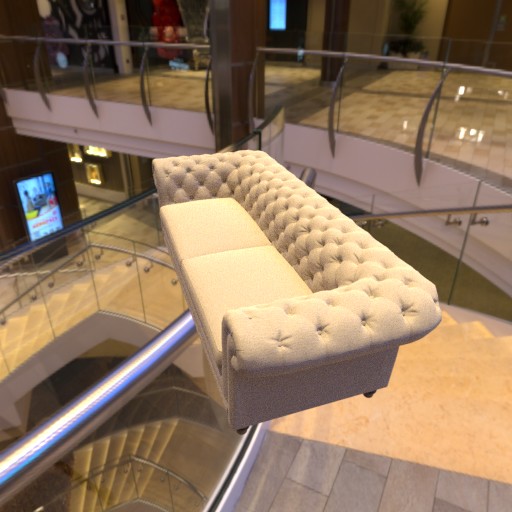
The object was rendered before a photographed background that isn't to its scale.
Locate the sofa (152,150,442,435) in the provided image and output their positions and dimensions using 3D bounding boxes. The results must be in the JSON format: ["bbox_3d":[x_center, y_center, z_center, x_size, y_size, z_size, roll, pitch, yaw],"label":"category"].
[{"bbox_3d":[0.000,0.000,3.131,1.076,0.847,2.694,-10,31,-17],"label":"sofa"}]
